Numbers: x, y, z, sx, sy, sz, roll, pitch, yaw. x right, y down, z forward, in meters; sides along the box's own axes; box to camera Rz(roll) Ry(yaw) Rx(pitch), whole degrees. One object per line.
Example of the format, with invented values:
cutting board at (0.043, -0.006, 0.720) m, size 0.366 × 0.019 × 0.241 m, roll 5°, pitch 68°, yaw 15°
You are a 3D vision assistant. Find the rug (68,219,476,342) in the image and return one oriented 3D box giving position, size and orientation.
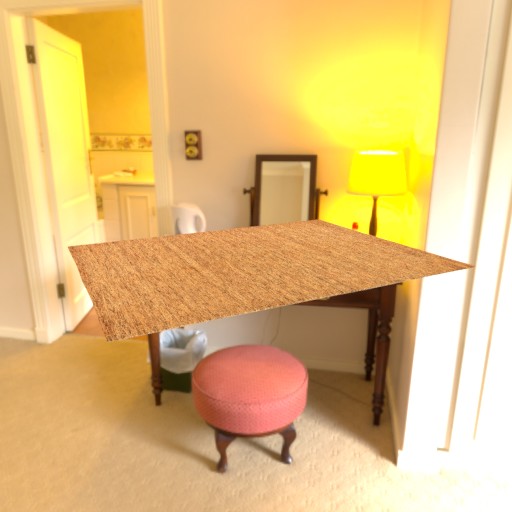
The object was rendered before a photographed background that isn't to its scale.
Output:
rug at (0.000, 0.000, 4.325) m, size 3.200 × 0.012 × 2.438 m, roll -8°, pitch 18°, yaw -26°
